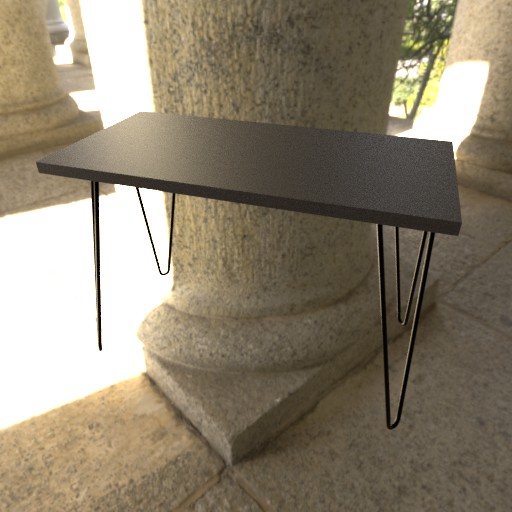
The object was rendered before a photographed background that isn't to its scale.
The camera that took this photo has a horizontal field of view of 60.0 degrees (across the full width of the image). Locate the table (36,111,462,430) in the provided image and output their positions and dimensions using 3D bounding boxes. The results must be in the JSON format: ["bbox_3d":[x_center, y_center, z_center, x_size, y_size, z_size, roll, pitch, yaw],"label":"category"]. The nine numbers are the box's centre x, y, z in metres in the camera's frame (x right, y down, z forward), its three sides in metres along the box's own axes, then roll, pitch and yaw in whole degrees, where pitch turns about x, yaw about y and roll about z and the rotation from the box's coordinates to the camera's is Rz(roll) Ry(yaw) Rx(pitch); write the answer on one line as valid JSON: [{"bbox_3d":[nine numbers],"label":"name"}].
[{"bbox_3d":[0.000,0.000,1.349,0.991,0.660,0.499,10,34,15],"label":"table"}]
